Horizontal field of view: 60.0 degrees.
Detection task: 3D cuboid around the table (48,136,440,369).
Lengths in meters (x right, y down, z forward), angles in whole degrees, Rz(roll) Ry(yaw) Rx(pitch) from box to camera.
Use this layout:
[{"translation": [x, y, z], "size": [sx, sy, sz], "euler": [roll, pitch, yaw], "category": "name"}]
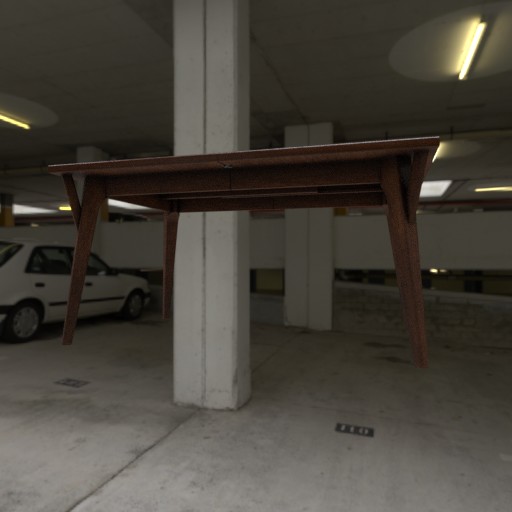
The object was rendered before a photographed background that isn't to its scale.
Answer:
[{"translation": [0.000, 0.000, 2.108], "size": [1.524, 0.761, 0.990], "euler": [0, -1, 17], "category": "table"}]
